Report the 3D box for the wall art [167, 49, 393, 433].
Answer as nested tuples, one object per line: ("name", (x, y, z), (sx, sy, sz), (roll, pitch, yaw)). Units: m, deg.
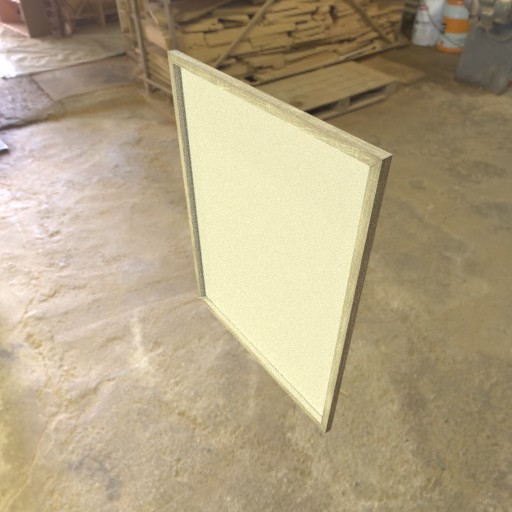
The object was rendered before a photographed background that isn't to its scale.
("wall art", (0.000, 0.000, 1.372), (0.035, 1.022, 0.781), (-28, 48, -28))
